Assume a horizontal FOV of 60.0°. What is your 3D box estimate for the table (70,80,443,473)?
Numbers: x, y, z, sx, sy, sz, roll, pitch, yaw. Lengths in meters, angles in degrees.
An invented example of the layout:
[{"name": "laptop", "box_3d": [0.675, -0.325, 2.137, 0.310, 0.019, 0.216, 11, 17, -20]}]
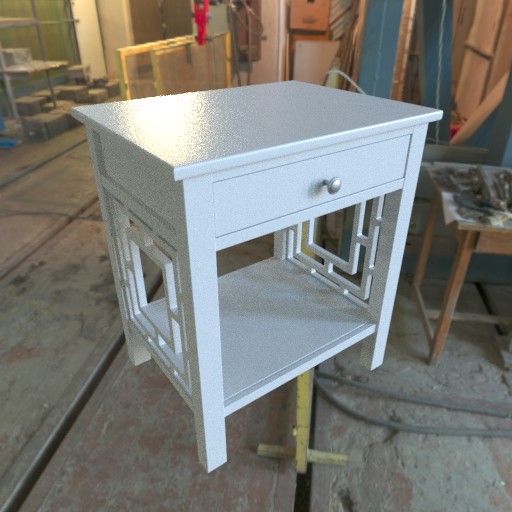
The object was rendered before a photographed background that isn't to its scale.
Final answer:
[{"name": "table", "box_3d": [0.000, 0.000, 1.005, 0.564, 0.646, 0.451, -20, 36, -30]}]
